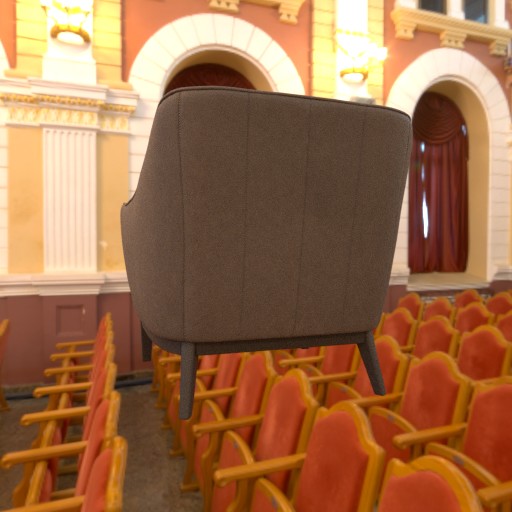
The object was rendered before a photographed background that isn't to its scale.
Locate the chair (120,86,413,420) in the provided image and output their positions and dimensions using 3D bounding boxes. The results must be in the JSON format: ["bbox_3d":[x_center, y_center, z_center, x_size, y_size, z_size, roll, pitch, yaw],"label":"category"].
[{"bbox_3d":[0.000,0.000,1.520,0.871,0.830,0.852,0,1,-19],"label":"chair"}]
